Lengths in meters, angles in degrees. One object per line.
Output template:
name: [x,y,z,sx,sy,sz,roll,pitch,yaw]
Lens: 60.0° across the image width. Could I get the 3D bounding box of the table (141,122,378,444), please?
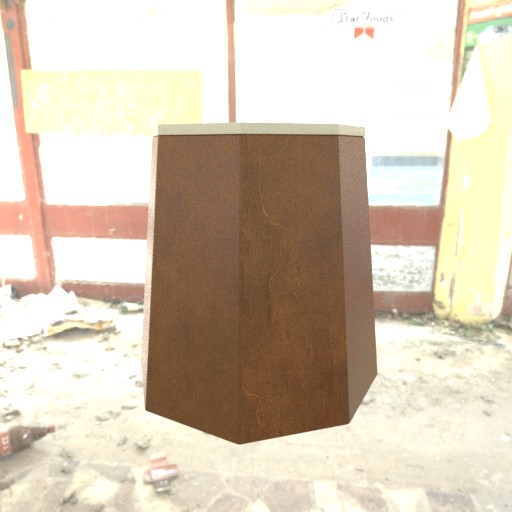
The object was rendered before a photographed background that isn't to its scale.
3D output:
table: [0.000,0.000,0.820,0.439,0.457,0.439,7,16,26]
